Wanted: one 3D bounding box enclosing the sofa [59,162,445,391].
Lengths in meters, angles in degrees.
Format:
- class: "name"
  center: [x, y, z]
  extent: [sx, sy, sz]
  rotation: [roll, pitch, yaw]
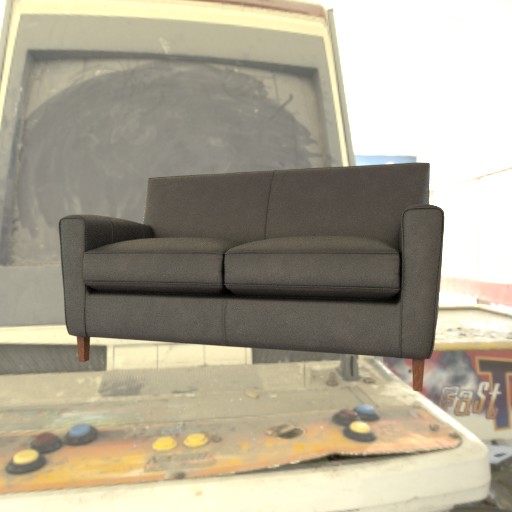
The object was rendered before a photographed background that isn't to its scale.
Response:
- class: "sofa"
  center: [0.000, 0.000, 1.944]
  extent: [1.473, 0.871, 0.787]
  rotation: [0, 0, 17]
